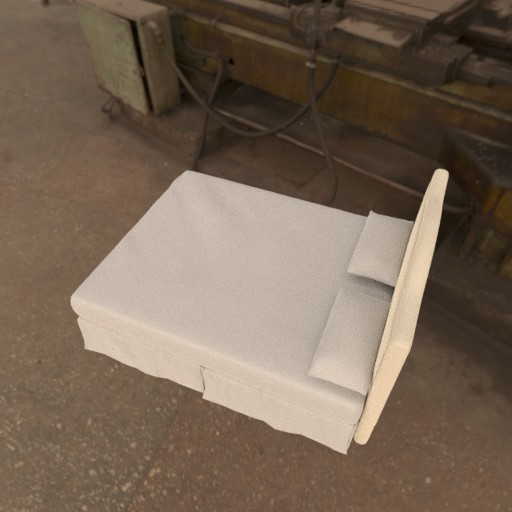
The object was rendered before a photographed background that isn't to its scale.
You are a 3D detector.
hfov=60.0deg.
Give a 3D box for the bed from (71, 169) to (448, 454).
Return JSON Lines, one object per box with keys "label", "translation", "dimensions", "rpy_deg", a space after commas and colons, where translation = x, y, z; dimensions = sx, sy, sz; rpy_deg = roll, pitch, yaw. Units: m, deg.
{"label": "bed", "translation": [0.000, 0.000, 3.623], "dimensions": [2.477, 1.437, 1.977], "rpy_deg": [17, 49, 16]}
